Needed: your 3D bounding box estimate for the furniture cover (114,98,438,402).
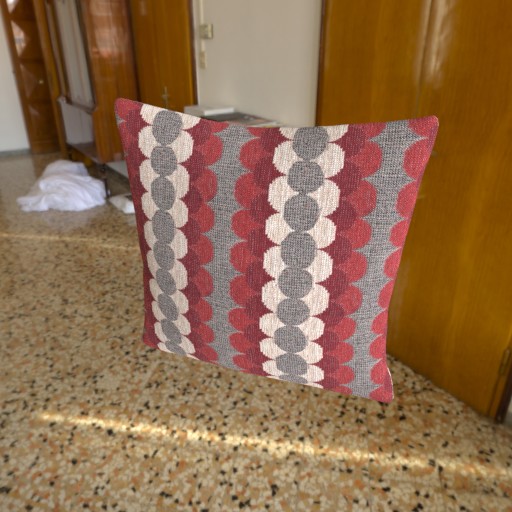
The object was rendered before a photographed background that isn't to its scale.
[{"bbox_3d":[0.000,0.000,0.643,0.435,0.420,0.145,9,27,18],"label":"furniture cover"}]
